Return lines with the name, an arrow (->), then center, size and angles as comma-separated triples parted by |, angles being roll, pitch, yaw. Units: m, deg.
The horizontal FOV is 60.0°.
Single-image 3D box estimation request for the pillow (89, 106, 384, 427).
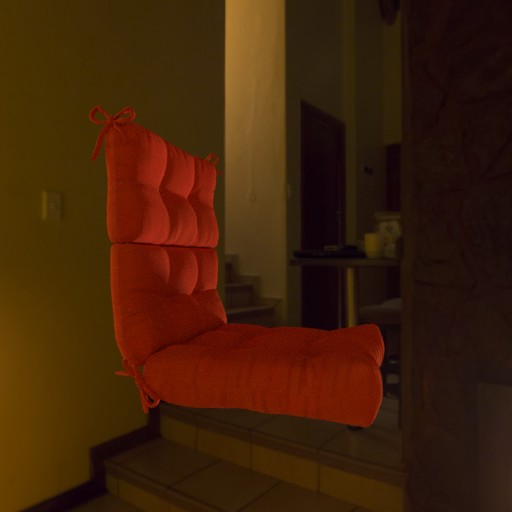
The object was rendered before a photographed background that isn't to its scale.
pillow -> 0.000, 0.000, 1.034 | 0.571, 0.605, 0.519 | 0, -1, 17
